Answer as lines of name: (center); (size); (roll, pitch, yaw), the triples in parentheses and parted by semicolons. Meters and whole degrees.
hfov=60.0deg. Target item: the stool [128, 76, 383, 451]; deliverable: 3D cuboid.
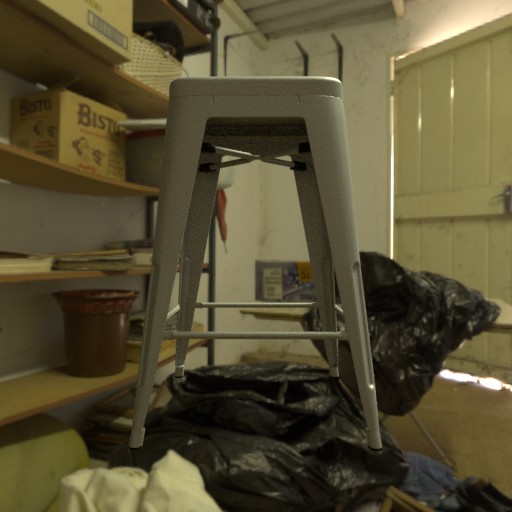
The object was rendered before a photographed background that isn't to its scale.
stool: (0.000, 0.000, 0.895); (0.406, 0.610, 0.406); (0, 1, 0)
